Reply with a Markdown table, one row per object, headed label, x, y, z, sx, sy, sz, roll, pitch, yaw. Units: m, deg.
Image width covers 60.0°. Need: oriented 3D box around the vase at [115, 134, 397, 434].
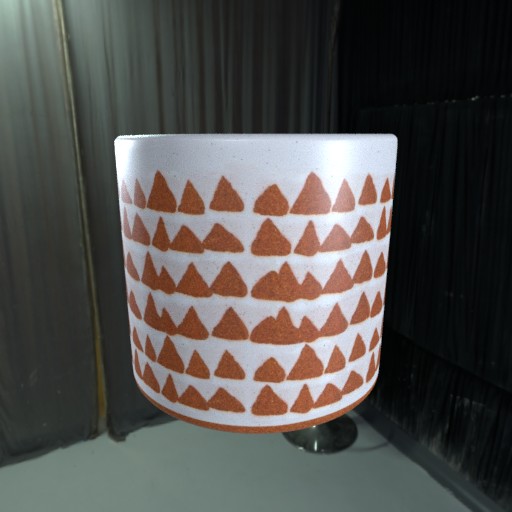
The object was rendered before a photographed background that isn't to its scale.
| label | x | y | z | sx | sy | sz | roll | pitch | yaw |
| --- | --- | --- | --- | --- | --- | --- | --- | --- | --- |
| vase | 0.000 | 0.000 | 0.240 | 0.137 | 0.127 | 0.137 | 0 | 15 | 0 |
